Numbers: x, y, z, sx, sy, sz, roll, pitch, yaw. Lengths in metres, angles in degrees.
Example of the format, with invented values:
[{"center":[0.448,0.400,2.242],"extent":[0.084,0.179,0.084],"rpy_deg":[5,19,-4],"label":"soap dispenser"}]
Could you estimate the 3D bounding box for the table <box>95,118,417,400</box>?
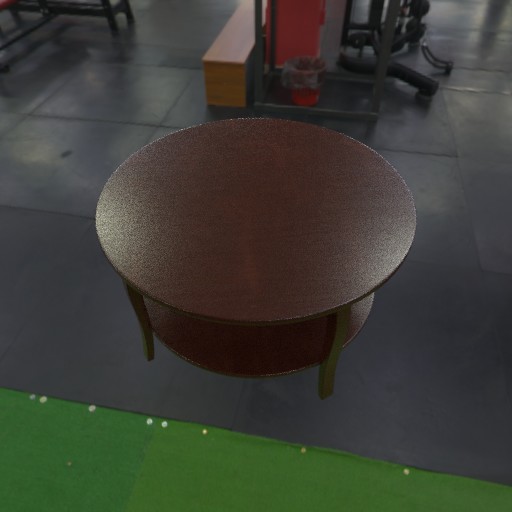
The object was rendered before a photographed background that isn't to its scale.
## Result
[{"center":[0.000,0.000,1.474],"extent":[0.911,0.512,0.911],"rpy_deg":[0,45,0],"label":"table"}]
